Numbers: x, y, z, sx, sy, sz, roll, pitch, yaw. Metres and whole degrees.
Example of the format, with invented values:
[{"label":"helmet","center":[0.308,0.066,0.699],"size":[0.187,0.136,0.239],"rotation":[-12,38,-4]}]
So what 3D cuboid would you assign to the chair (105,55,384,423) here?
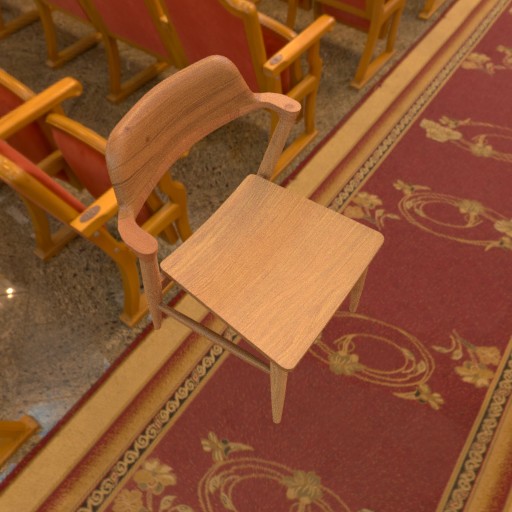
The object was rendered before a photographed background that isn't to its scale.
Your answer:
[{"label":"chair","center":[0.000,0.000,1.121],"size":[0.499,0.792,0.512],"rotation":[32,64,18]}]
